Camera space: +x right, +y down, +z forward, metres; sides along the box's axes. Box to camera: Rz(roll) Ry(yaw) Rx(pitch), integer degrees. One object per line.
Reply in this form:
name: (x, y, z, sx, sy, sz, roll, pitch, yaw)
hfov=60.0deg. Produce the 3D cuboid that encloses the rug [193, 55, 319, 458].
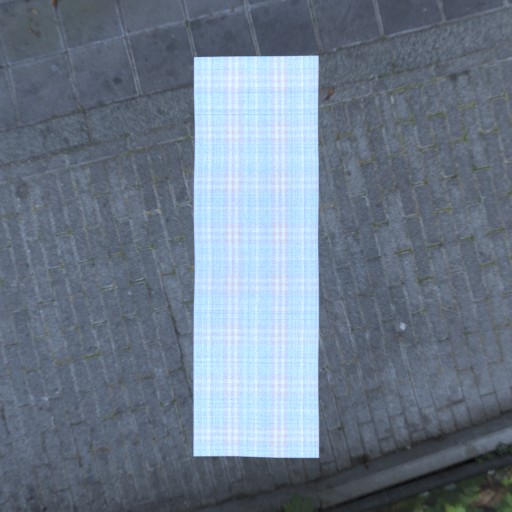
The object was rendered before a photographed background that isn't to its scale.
rug: (0.000, 0.000, 2.698, 0.762, 0.013, 2.439, 0, 90, 2)
